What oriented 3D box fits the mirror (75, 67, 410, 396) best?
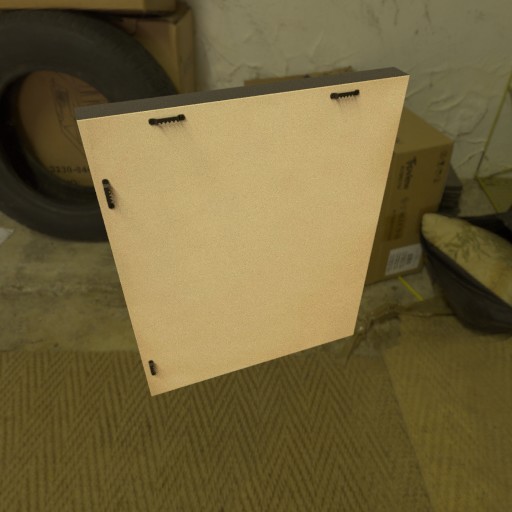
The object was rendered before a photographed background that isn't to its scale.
[{"bbox_3d":[0.000,0.000,0.685,0.406,0.509,0.041,-13,42,-15],"label":"mirror"}]
